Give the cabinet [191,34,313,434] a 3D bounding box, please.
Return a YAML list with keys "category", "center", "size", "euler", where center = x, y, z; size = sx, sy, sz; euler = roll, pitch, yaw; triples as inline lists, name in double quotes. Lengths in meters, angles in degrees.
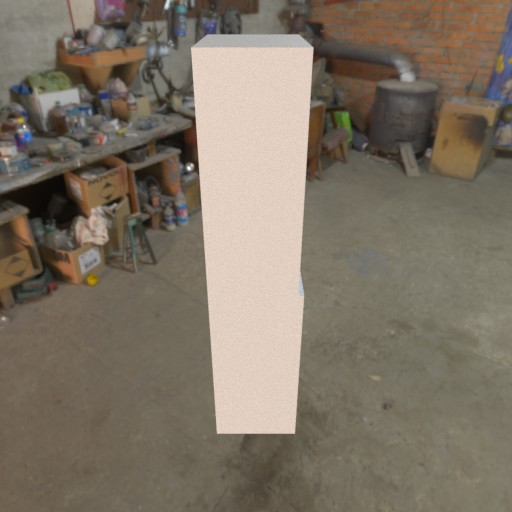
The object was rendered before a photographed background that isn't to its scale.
- category: "cabinet"
  center: [0.000, 0.000, 1.537]
  size: [0.300, 1.350, 0.400]
  euler: [0, 30, 0]
